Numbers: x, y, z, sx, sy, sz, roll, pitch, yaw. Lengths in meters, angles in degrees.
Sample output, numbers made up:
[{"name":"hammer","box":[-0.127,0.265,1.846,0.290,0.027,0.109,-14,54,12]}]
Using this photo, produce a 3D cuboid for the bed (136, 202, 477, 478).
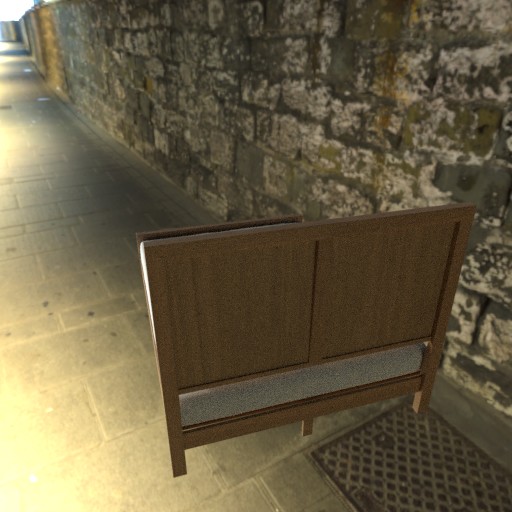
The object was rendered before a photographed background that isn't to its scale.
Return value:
[{"name":"bed","box":[0.000,0.000,3.220,1.606,1.387,2.184,-8,28,-15]}]
